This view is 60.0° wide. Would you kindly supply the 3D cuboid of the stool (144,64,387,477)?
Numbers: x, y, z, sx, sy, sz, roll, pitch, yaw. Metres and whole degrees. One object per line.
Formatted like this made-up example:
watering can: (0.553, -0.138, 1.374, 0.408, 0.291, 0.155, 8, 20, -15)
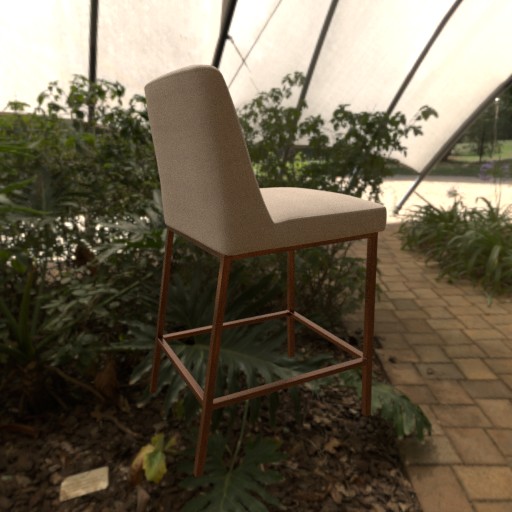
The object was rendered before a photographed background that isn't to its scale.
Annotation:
stool: (0.000, 0.000, 1.309, 0.576, 0.973, 0.507, -7, 16, -27)
